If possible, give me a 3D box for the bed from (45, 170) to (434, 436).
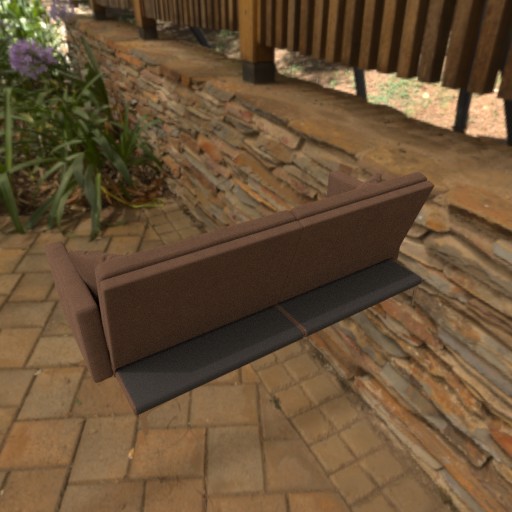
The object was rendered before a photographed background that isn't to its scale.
[{"bbox_3d":[0.000,0.000,2.367,1.905,0.787,0.889,-19,36,-27],"label":"bed"}]
